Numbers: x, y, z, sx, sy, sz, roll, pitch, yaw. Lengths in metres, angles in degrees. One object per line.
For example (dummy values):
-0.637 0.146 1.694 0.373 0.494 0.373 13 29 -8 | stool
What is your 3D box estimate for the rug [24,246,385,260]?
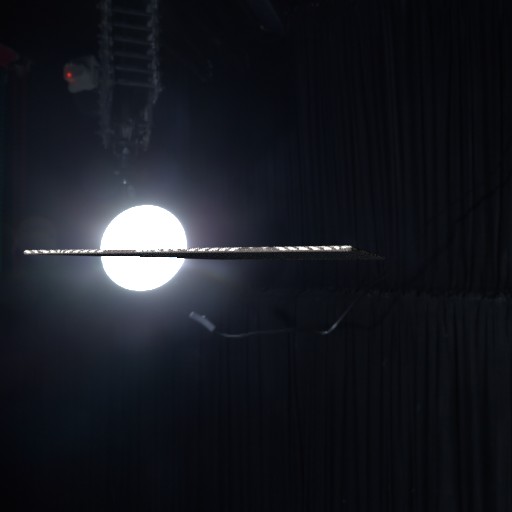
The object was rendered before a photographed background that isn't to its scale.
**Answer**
0.000 0.000 2.313 1.210 0.016 1.833 0 -1 19 | rug
